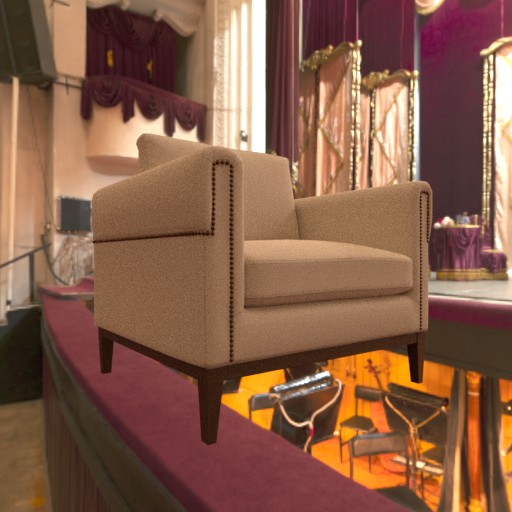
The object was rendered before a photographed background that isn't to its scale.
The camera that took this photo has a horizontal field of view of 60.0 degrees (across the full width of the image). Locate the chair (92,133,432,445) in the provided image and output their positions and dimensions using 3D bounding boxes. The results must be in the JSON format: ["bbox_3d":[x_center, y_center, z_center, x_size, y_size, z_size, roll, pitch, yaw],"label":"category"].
[{"bbox_3d":[0.000,0.000,1.663,0.982,0.915,0.896,0,0,-36],"label":"chair"}]
